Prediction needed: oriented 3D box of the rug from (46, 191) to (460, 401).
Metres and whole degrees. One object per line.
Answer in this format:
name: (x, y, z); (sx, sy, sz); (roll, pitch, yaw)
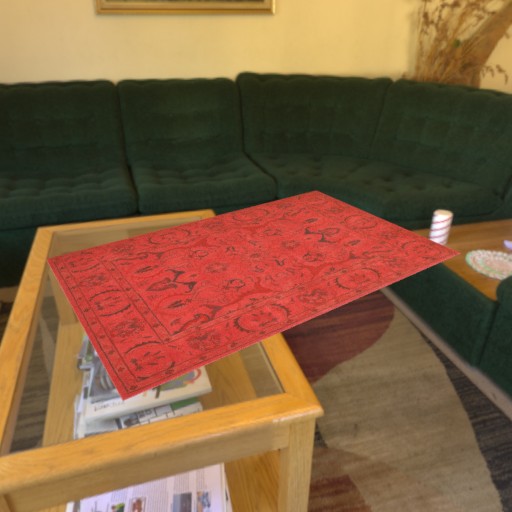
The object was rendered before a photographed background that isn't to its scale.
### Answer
rug: (0.000, 0.000, 3.065); (2.423, 0.010, 1.534); (-18, 33, -30)
